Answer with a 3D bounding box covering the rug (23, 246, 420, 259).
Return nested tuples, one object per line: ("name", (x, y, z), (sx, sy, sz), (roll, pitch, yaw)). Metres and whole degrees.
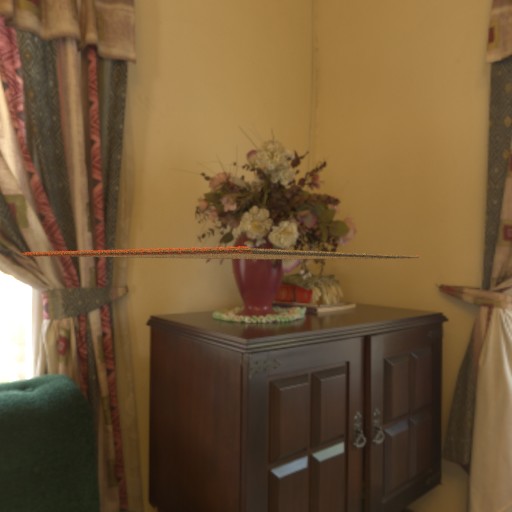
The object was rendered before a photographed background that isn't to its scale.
("rug", (0.000, 0.000, 2.315), (1.220, 0.019, 1.838), (-1, -1, 35))
